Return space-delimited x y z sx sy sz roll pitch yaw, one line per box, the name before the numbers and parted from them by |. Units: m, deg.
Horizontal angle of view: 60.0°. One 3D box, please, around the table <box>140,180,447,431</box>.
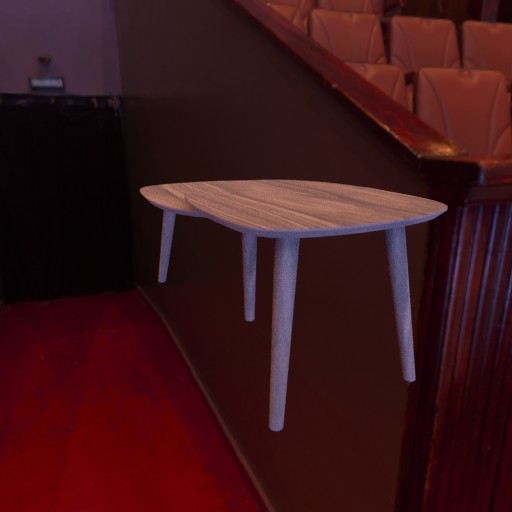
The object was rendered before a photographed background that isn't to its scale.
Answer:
table | 0.000 0.000 1.335 0.527 0.429 1.084 -8 19 -24
